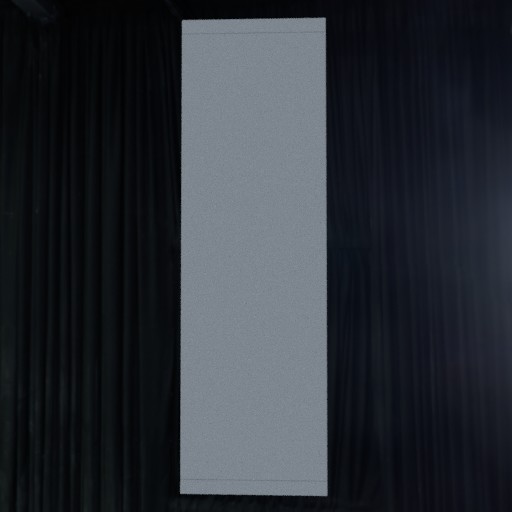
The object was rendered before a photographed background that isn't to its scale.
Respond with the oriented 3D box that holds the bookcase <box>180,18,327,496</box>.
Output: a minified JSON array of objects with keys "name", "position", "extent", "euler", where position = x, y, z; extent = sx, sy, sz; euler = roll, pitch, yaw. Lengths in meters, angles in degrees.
[{"name":"bookcase","position":[0.000,0.000,1.200],"extent":[0.330,1.080,0.390],"euler":[0,-1,2]}]
